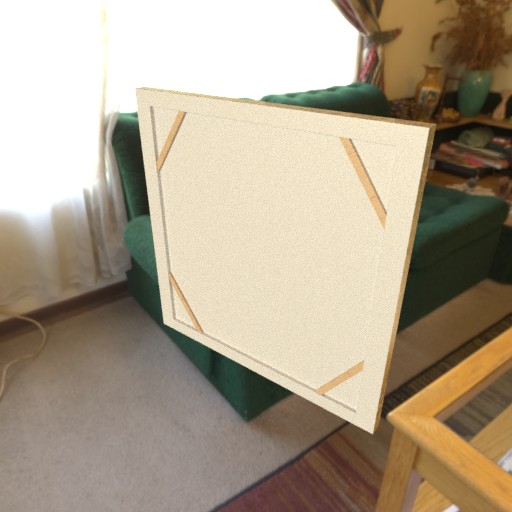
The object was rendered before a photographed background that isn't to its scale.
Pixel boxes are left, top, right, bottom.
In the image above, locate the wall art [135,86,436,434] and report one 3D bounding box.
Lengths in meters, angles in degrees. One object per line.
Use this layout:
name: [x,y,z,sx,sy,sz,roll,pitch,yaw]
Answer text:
wall art: [0.000,0.000,1.643,1.092,1.091,0.051,20,34,32]
